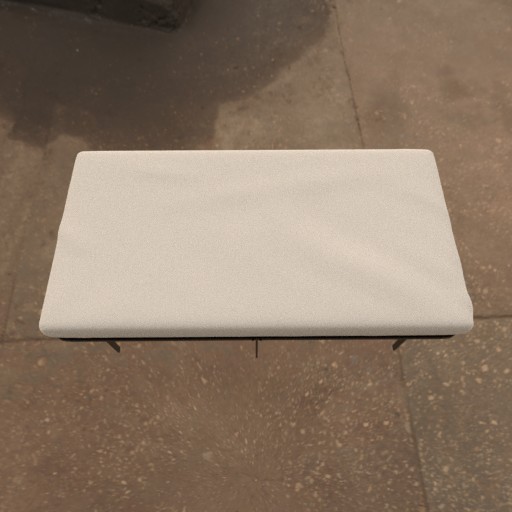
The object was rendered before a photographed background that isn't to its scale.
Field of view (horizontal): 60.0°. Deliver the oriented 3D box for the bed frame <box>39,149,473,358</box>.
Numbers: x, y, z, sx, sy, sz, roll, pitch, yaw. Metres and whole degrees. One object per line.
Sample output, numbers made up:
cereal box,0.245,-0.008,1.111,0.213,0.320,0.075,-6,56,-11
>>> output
bed frame,0.000,0.000,2.353,1.903,0.619,0.989,0,63,0
